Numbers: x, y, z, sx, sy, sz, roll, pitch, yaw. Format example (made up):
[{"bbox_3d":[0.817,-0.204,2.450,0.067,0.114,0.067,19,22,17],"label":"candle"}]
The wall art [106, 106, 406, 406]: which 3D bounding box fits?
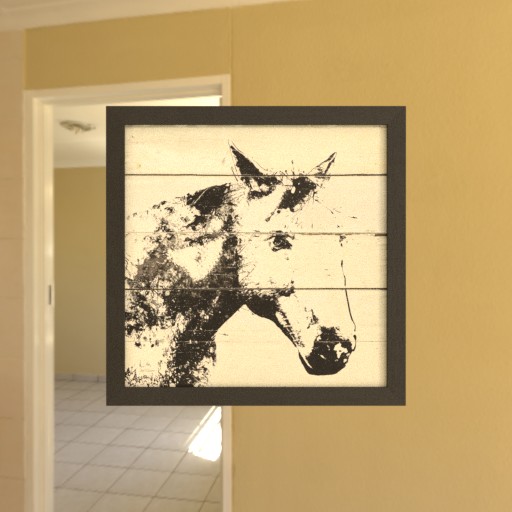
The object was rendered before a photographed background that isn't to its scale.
[{"bbox_3d":[0.000,0.000,1.520,1.016,1.016,0.038,0,0,0],"label":"wall art"}]
